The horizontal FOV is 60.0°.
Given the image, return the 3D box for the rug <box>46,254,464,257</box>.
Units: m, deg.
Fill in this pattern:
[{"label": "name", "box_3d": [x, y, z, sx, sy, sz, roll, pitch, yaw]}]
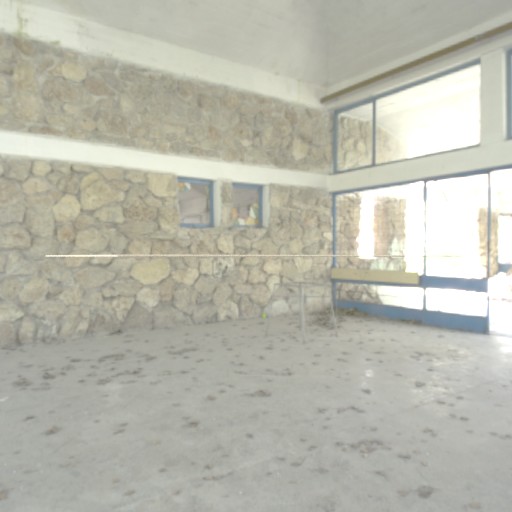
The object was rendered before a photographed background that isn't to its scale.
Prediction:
[{"label": "rug", "box_3d": [0.000, 0.000, 2.326, 1.828, 0.007, 1.220, 0, 0, -34]}]
